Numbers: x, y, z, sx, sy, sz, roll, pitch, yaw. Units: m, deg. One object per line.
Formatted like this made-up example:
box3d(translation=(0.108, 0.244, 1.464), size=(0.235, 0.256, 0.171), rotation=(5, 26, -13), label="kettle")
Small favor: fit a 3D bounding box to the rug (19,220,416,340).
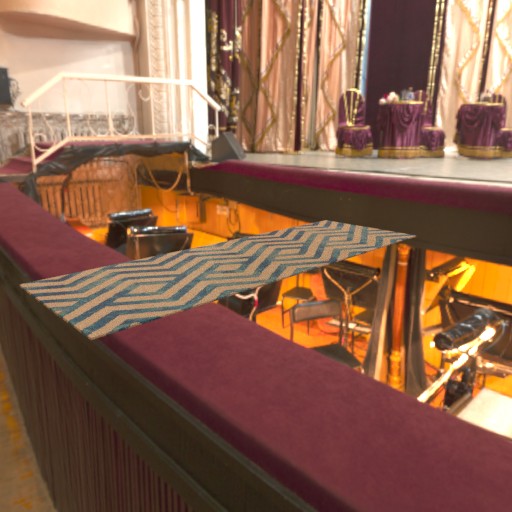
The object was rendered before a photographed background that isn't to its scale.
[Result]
box3d(translation=(0.000, 0.000, 1.653), size=(1.492, 0.007, 0.503), rotation=(-14, 21, -42), label="rug")
